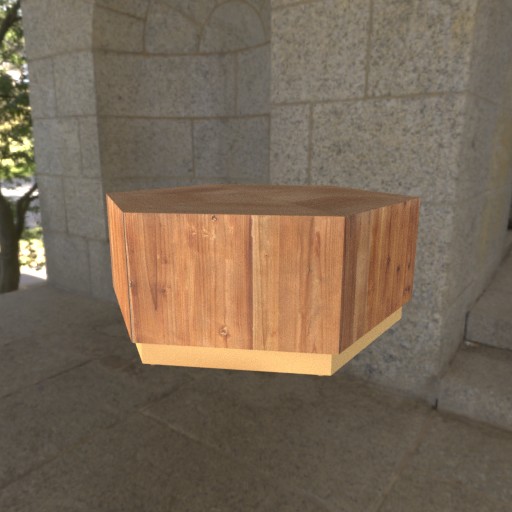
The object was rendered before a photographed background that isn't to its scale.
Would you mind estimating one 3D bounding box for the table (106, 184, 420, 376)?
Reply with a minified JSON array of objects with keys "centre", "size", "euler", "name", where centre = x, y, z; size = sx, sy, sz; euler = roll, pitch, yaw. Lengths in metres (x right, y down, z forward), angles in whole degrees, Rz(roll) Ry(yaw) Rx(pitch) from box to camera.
[{"centre":[0.000,0.000,1.669],"size":[1.154,0.456,1.000],"euler":[2,14,7],"name":"table"}]
